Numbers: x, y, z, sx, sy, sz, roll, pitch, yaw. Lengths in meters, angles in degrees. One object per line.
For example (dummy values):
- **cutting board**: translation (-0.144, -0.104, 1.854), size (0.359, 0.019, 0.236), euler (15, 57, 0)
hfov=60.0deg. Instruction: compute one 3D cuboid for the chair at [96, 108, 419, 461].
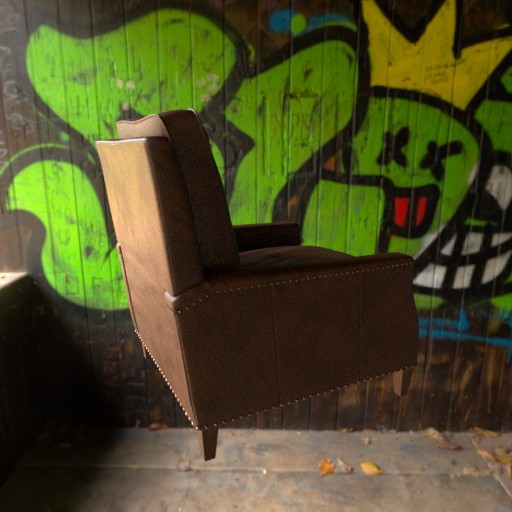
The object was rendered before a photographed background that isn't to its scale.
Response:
- **chair**: translation (0.000, 0.000, 1.763), size (1.035, 1.054, 0.854), euler (-7, 16, -26)
